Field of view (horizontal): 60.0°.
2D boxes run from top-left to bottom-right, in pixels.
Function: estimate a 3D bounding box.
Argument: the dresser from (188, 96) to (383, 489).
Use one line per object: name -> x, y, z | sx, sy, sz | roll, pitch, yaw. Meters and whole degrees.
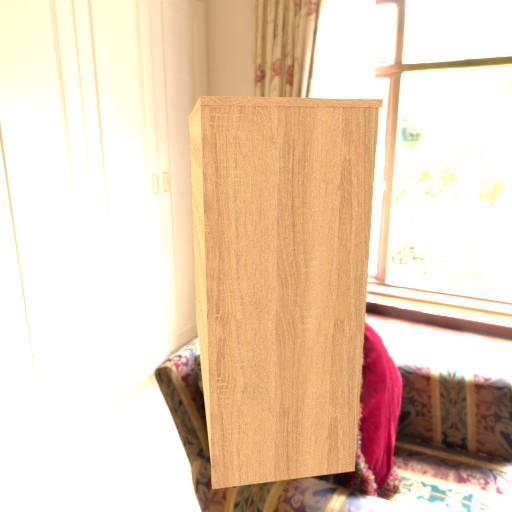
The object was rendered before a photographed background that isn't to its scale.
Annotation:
dresser -> 0.000, 0.000, 1.448 | 0.380, 0.900, 0.980 | -3, 15, -9
